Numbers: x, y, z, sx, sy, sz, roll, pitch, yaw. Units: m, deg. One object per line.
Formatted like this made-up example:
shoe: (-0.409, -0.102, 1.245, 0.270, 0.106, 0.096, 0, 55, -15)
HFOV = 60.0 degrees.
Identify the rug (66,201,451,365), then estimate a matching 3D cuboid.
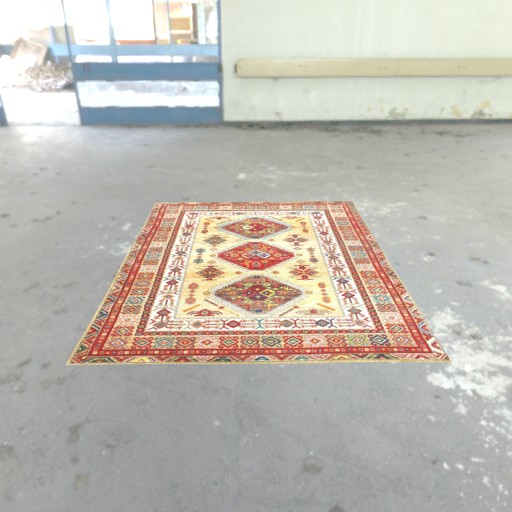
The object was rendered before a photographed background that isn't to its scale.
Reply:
rug: (0.000, 0.000, 4.181, 2.460, 0.005, 3.067, 0, 26, -1)
